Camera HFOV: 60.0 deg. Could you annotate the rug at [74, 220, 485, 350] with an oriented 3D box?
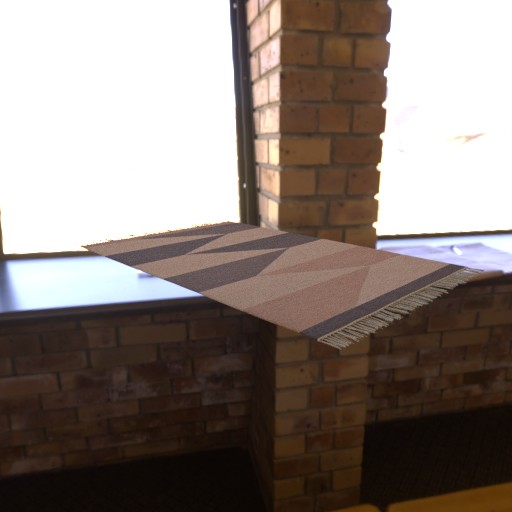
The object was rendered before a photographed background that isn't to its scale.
[{"bbox_3d":[0.000,0.000,2.476,1.224,0.027,2.021,-14,20,-42],"label":"rug"}]
